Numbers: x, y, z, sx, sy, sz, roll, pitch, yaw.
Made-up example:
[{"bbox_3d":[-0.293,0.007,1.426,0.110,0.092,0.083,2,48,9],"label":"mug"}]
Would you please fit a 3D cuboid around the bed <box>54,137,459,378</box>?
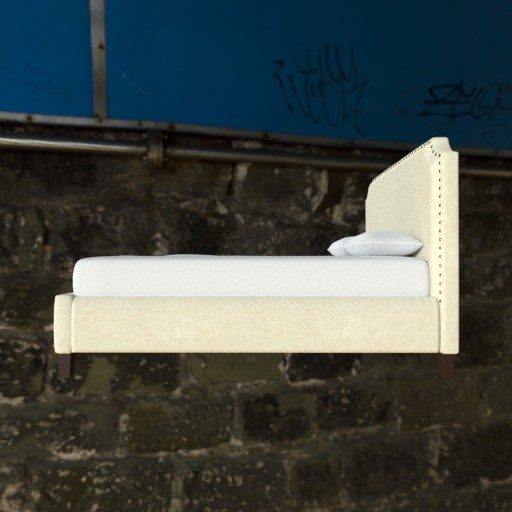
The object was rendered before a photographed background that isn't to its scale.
[{"bbox_3d":[0.000,0.000,3.441,2.381,1.457,1.713,0,-1,0],"label":"bed"}]
